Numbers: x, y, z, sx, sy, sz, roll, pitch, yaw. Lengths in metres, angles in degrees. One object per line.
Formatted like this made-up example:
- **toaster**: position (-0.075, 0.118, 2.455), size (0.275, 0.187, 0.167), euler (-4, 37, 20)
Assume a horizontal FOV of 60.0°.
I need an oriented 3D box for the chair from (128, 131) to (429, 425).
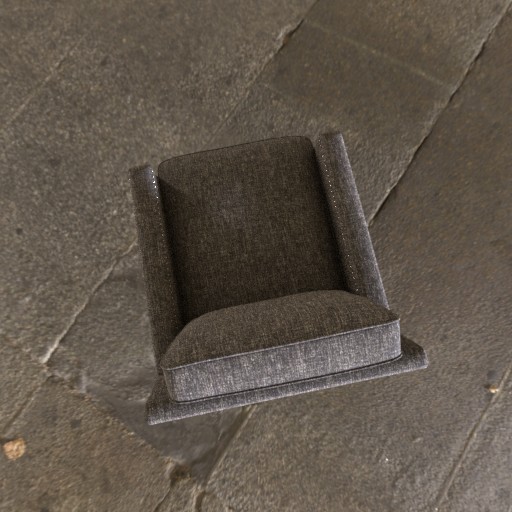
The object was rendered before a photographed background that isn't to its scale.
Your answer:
- **chair**: position (0.000, 0.000, 1.719), size (0.853, 0.943, 1.014), euler (-11, 77, -3)
